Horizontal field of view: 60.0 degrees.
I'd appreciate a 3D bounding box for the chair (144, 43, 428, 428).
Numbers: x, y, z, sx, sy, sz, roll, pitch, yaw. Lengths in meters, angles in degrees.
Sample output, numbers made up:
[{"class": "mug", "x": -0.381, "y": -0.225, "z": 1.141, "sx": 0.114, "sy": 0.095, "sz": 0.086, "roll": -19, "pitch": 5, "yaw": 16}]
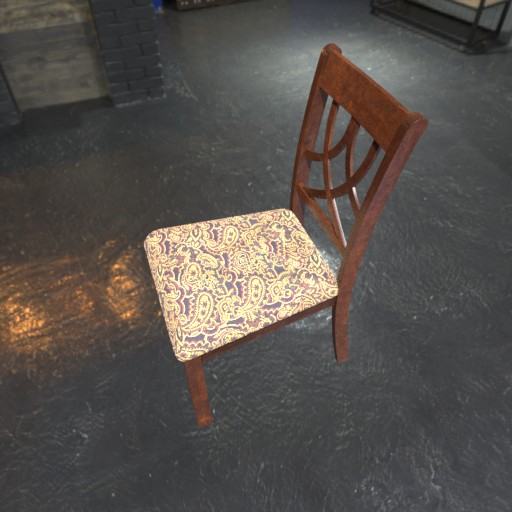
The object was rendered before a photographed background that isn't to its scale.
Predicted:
[{"class": "chair", "x": 0.000, "y": 0.000, "z": 1.271, "sx": 0.584, "sy": 0.965, "sz": 0.457, "roll": -15, "pitch": 49, "yaw": -14}]
